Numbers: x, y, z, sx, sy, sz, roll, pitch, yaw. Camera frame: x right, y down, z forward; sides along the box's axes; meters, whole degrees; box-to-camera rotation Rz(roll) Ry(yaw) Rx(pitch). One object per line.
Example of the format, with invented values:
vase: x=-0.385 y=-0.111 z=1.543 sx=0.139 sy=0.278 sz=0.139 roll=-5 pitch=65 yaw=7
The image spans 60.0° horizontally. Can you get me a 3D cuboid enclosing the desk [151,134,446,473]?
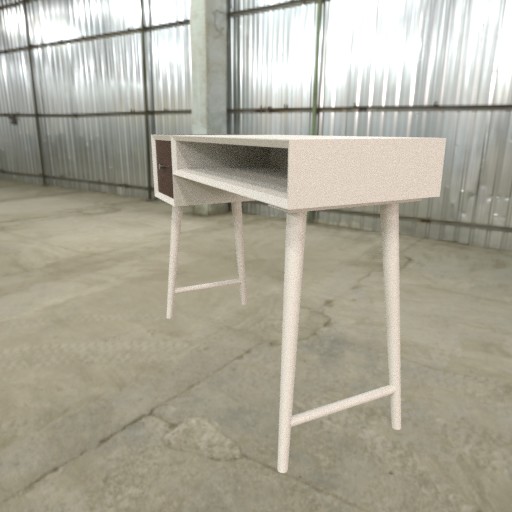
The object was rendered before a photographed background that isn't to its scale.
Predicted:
desk: x=0.000 y=0.000 z=1.453 sx=0.409 sy=0.761 sz=1.069 roll=-8 pitch=18 yaw=-25
